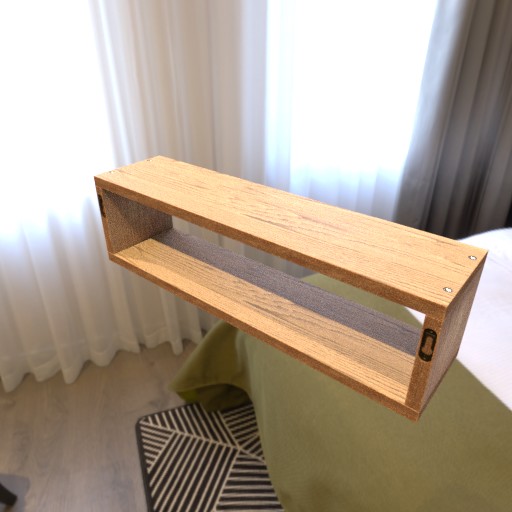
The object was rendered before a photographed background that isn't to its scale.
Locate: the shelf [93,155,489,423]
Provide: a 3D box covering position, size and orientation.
[{"bbox_3d":[0.000,0.000,0.699,0.610,0.170,0.150,22,36,33],"label":"shelf"}]
